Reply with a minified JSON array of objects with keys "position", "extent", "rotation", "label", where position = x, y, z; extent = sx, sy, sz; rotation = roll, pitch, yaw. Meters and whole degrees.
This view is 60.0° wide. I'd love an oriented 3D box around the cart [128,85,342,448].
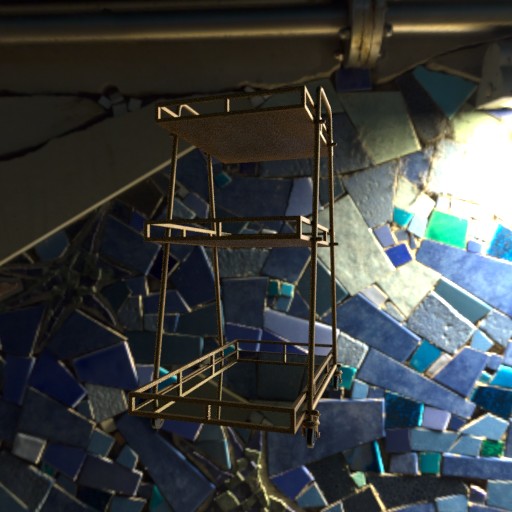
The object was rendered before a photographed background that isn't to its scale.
[{"position":[0.000,0.000,1.282],"extent":[0.441,0.883,0.711],"rotation":[0,-1,17],"label":"cart"}]
